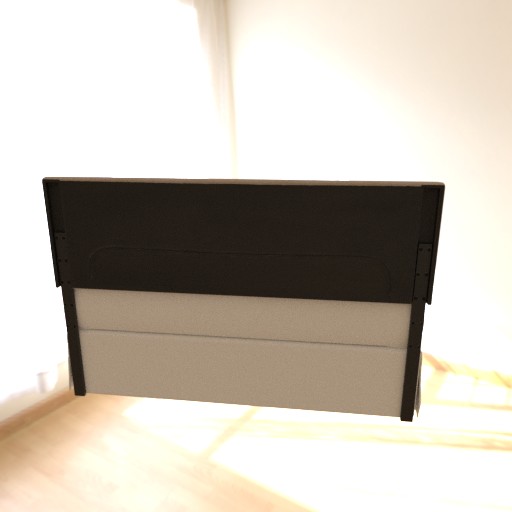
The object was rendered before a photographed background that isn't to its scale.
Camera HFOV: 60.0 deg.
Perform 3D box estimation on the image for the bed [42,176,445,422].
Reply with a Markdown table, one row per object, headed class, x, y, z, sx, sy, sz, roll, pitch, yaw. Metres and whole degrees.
| class | x | y | z | sx | sy | sz | roll | pitch | yaw |
| --- | --- | --- | --- | --- | --- | --- | --- | --- | --- |
| bed | 0.000 | 0.000 | 3.340 | 2.170 | 1.346 | 1.914 | 2 | 16 | 7 |
